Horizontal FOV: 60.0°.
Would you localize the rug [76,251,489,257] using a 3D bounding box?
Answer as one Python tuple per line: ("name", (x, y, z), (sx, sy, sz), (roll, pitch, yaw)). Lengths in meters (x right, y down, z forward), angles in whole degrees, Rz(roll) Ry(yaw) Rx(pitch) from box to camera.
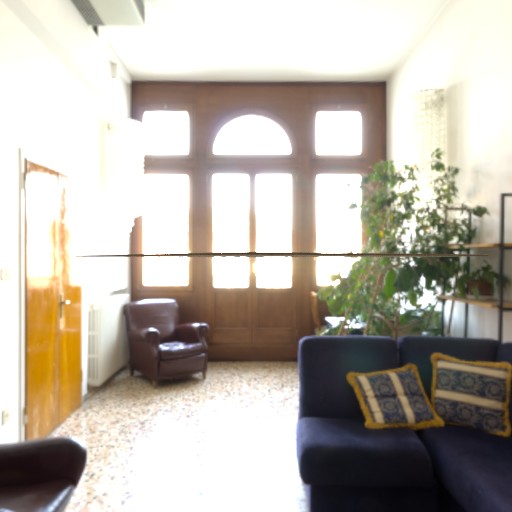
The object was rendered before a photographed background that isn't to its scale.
("rug", (0.000, 0.000, 3.871), (2.288, 0.018, 2.895), (0, 0, -36))
